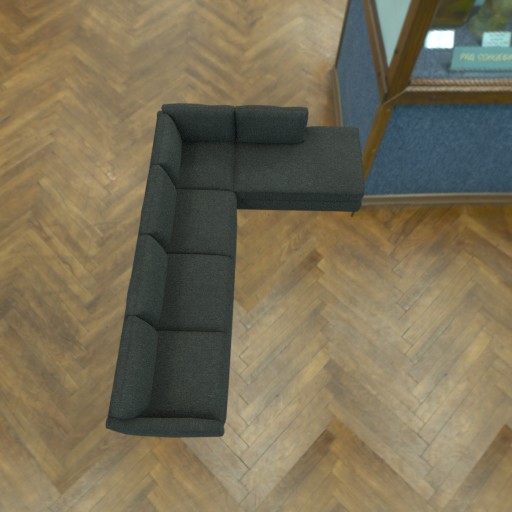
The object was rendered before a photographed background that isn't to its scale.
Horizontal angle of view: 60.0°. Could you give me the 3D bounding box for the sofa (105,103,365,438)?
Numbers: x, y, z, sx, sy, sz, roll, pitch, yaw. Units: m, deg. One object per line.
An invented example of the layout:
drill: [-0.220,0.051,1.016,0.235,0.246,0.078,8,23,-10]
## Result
sofa: [0.000,0.000,3.839,2.007,0.815,2.949,2,64,1]
